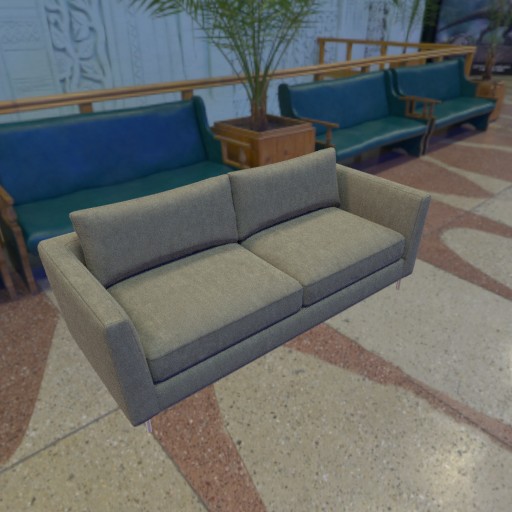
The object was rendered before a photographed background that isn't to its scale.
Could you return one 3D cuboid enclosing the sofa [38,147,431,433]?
[{"bbox_3d":[0.000,0.000,2.597,2.121,0.864,0.889,-21,36,-33],"label":"sofa"}]
